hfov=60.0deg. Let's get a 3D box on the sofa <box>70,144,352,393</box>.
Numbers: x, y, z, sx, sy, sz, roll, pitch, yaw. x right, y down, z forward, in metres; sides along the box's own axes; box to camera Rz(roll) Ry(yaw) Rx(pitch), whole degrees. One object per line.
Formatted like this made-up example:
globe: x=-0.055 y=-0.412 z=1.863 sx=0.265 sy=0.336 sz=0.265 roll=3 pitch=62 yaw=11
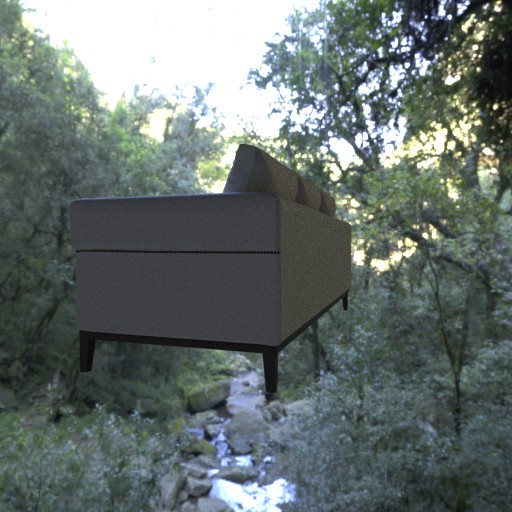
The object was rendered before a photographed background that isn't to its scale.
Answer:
sofa: x=0.000 y=0.000 z=2.689 sx=0.902 sy=0.911 sz=2.198 roll=0 pitch=1 yaw=19
